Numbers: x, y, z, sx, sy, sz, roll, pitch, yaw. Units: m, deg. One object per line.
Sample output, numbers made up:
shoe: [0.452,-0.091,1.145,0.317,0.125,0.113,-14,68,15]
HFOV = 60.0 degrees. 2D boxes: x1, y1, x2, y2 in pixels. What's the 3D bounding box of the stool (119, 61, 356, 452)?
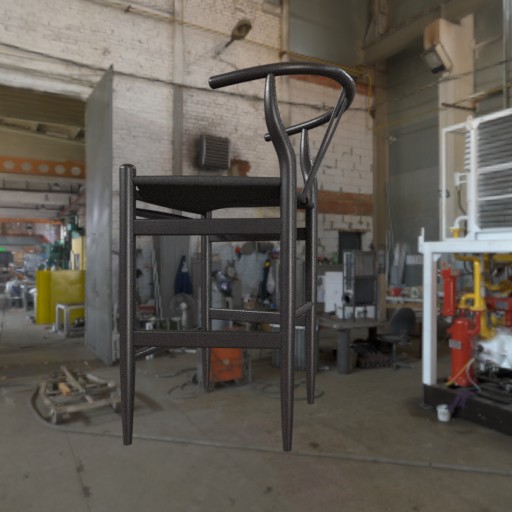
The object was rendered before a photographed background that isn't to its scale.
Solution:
stool: [0.000,0.000,1.321,0.579,0.970,0.569,0,0,16]
